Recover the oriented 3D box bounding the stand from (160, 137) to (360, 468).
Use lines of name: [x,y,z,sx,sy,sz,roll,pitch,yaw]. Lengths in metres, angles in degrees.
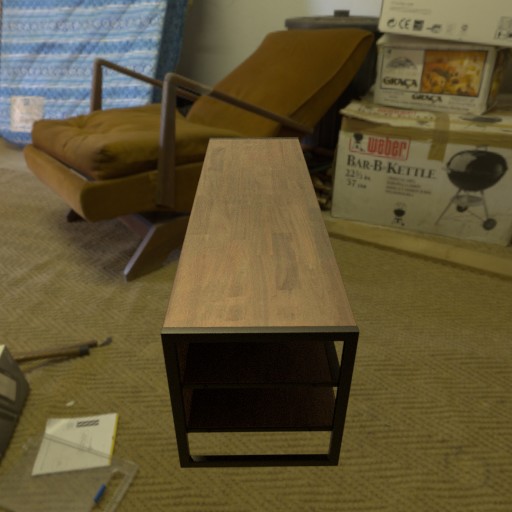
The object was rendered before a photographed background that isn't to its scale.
stand: [0.000,0.000,1.764,0.454,0.506,1.480,0,32,-1]
